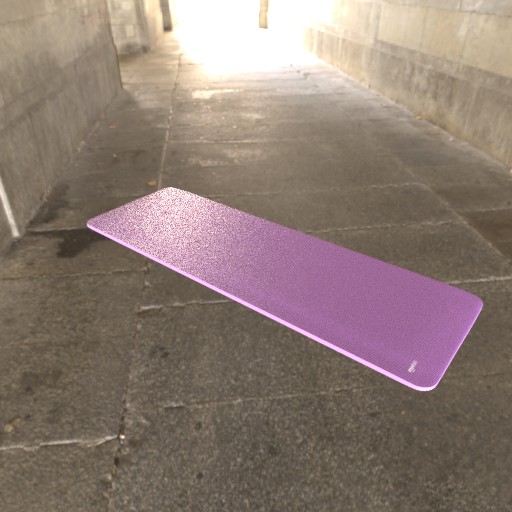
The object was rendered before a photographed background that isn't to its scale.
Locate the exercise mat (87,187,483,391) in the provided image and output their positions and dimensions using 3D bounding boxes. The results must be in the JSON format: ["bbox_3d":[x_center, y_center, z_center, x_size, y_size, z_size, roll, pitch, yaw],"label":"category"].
[{"bbox_3d":[0.000,0.000,2.064,1.869,0.021,0.616,22,38,32],"label":"exercise mat"}]
